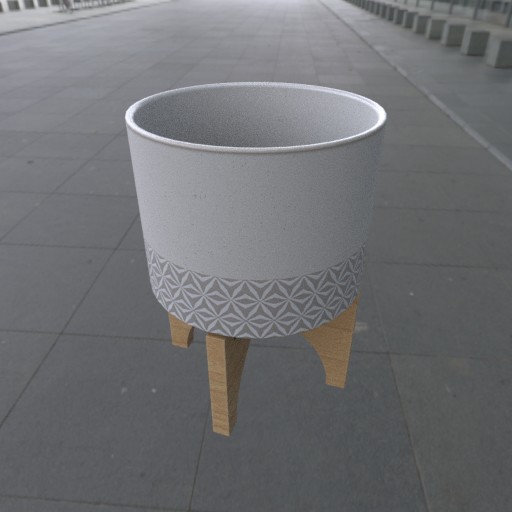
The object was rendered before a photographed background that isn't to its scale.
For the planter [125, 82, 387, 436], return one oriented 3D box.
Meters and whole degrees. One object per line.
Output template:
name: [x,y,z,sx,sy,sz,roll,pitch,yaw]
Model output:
planter: [0.000,0.000,0.524,0.249,0.343,0.249,0,32,0]
